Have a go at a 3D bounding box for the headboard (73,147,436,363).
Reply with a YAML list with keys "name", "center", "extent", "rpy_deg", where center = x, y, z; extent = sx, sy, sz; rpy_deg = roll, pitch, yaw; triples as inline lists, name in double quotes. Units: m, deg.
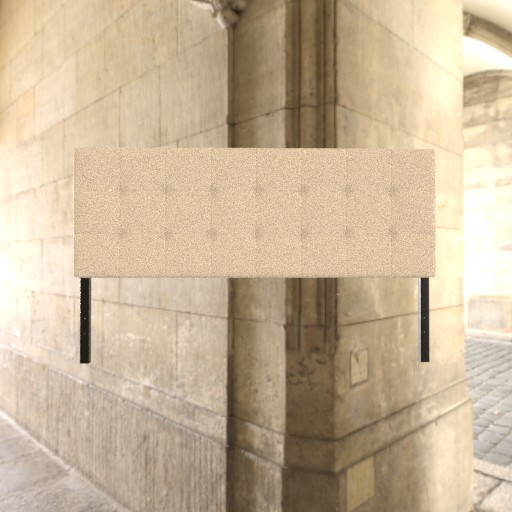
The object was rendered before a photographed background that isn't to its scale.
- name: "headboard"
  center: [0.000, 0.000, 2.914]
  extent: [2.362, 1.410, 0.120]
  rpy_deg: [0, -1, -1]
